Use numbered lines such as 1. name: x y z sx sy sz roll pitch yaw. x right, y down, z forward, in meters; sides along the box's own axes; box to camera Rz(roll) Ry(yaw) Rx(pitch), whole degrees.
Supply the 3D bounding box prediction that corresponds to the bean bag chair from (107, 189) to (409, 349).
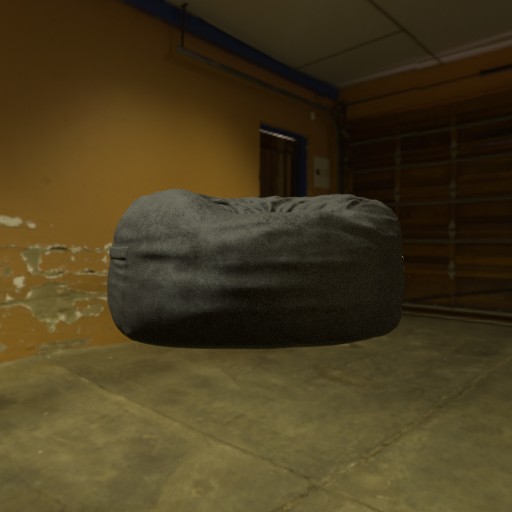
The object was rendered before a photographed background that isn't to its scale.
1. bean bag chair: 0.000 0.000 2.390 1.525 0.751 1.525 0 1 0
